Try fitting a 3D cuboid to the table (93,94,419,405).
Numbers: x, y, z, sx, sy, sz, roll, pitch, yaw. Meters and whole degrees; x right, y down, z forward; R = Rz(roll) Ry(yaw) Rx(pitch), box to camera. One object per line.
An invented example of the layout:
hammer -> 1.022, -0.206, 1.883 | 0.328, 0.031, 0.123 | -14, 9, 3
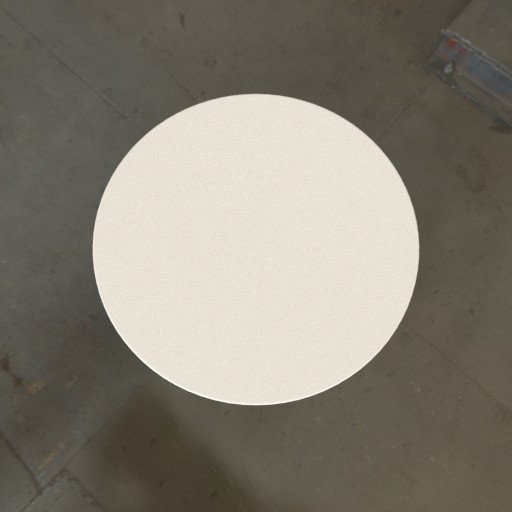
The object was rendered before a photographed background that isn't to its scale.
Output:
table -> 0.000, 0.000, 1.459 | 0.910, 0.457, 0.910 | 0, 74, 0
